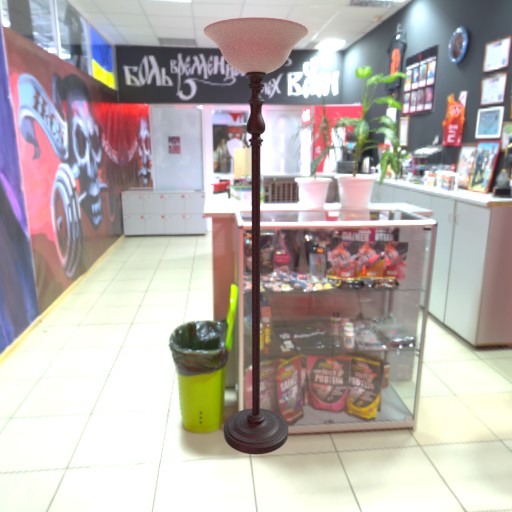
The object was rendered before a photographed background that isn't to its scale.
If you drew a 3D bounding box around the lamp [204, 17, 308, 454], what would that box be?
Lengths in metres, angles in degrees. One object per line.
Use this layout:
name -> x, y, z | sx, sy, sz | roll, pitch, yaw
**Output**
lamp -> 0.000, 0.000, 1.942 | 0.405, 1.797, 0.405 | 7, 16, 26
